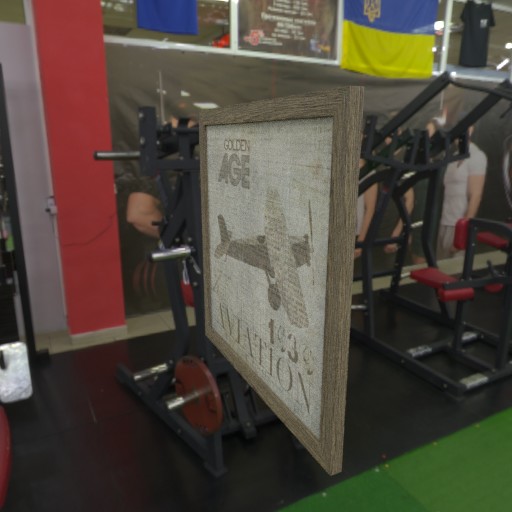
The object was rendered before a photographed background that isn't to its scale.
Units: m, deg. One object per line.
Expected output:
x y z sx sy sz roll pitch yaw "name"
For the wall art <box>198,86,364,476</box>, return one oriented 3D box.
0.000 0.000 0.774 0.019 0.508 0.508 -7 16 -25 "wall art"
